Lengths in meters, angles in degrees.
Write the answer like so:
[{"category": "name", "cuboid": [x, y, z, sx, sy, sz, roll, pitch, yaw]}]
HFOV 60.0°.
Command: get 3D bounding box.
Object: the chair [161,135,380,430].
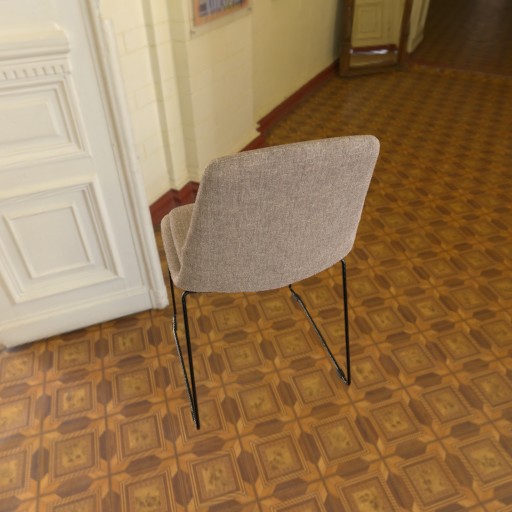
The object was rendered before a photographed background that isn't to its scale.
[{"category": "chair", "cuboid": [0.000, 0.000, 1.162, 0.479, 0.858, 0.518, -12, 41, -14]}]
